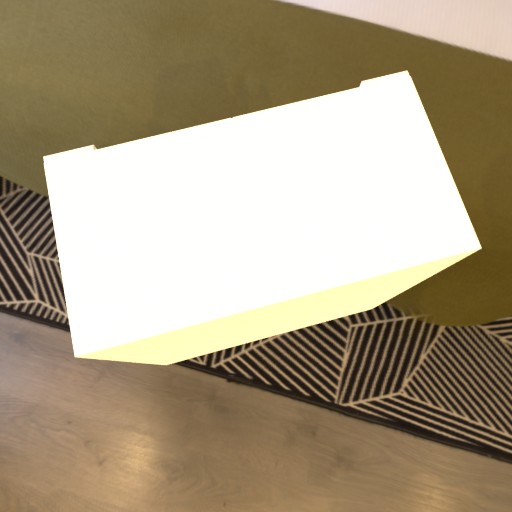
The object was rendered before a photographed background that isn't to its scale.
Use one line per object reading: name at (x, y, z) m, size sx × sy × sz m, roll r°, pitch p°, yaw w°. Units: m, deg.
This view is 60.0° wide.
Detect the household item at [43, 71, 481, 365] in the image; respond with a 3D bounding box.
household item at (0.000, 0.000, 1.311) m, size 0.800 × 0.870 × 0.420 m, roll -15°, pitch 76°, yaw -4°
